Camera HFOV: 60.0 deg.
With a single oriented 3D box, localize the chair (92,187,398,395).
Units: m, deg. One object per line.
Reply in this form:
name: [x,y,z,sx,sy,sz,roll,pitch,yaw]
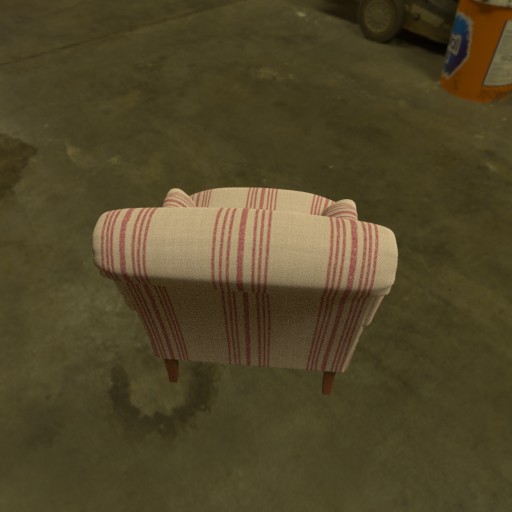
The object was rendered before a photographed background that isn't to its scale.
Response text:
chair: [0.000,0.000,1.920,0.933,1.123,1.058,4,46,3]
